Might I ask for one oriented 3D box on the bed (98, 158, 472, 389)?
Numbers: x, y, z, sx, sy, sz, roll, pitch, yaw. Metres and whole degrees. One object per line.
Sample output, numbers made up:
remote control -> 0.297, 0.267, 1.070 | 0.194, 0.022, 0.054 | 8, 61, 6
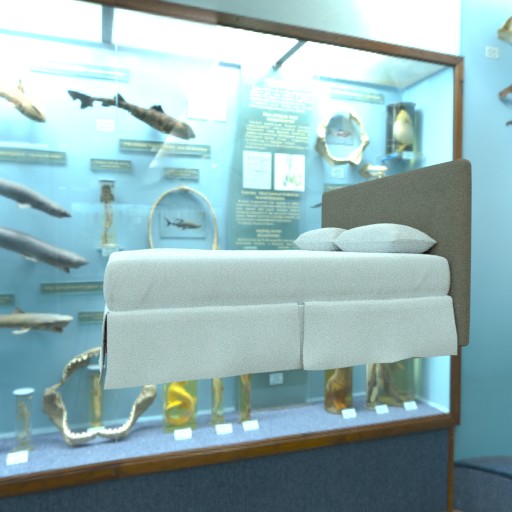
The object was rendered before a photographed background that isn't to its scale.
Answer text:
bed -> 0.000, 0.000, 3.527 | 2.341, 1.317, 2.119 | 0, 2, -17
